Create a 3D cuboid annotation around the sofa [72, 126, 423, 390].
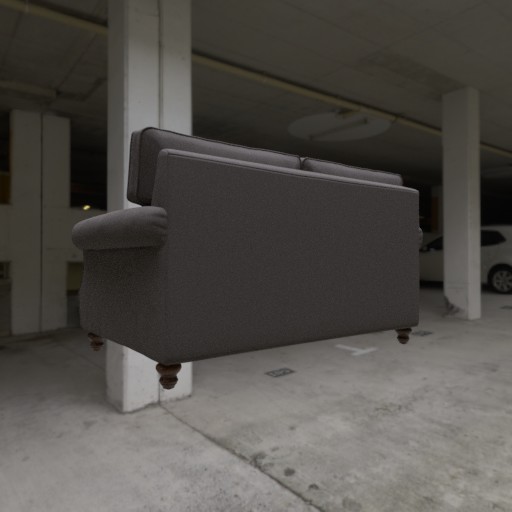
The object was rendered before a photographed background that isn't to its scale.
[{"bbox_3d":[0.000,0.000,2.282,1.665,0.937,0.964,0,0,-37],"label":"sofa"}]
